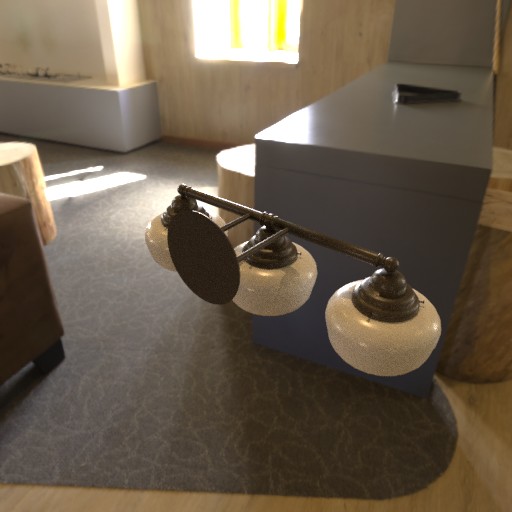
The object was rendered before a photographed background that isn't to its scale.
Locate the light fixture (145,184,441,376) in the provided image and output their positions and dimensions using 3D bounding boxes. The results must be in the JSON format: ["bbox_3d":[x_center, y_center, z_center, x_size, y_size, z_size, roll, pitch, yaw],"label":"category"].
[{"bbox_3d":[0.000,0.000,0.724,0.587,0.242,0.239,23,38,34],"label":"light fixture"}]
